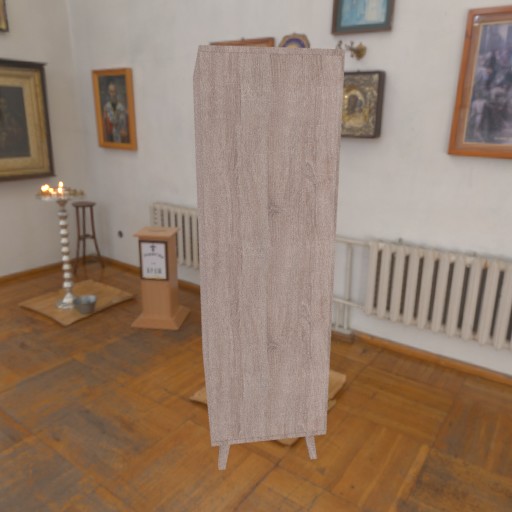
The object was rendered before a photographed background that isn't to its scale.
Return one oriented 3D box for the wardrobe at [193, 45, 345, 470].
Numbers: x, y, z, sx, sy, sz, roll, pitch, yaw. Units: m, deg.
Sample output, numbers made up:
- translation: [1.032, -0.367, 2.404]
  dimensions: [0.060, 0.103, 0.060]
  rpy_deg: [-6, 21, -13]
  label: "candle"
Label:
- translation: [0.000, 0.000, 2.461]
  dimensions: [0.600, 1.960, 1.000]
  rpy_deg: [-2, 16, -9]
  label: "wardrobe"
